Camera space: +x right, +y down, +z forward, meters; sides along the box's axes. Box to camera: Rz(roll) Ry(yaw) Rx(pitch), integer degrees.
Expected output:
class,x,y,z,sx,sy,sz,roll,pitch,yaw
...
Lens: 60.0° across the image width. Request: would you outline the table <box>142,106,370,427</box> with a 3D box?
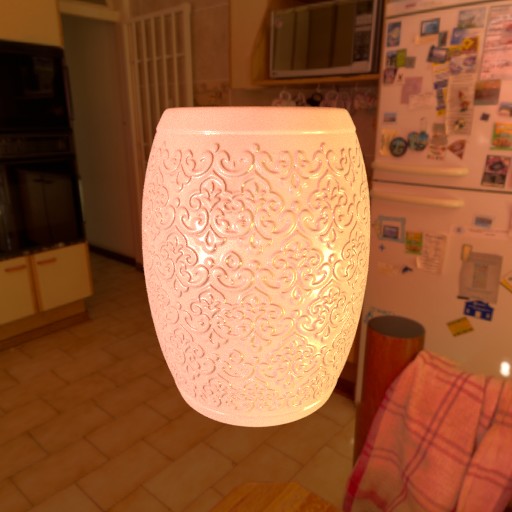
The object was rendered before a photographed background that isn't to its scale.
class,x,y,z,sx,sy,sz,roll,pitch,yaw
table,0.000,0.000,0.627,0.309,0.397,0.309,0,17,0
